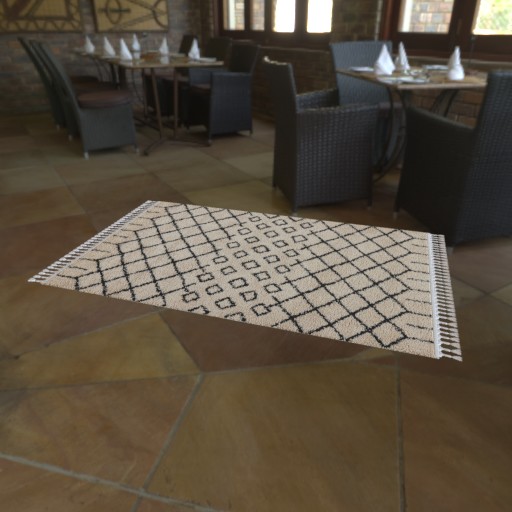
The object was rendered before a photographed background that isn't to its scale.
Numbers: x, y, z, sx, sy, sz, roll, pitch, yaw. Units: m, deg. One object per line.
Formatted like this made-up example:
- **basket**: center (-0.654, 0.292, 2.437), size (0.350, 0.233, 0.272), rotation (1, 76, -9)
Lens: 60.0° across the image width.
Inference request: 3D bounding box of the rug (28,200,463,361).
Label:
- **rug**: center (0.000, 0.000, 2.439), size (2.006, 0.008, 1.196), rotation (8, 29, 15)
